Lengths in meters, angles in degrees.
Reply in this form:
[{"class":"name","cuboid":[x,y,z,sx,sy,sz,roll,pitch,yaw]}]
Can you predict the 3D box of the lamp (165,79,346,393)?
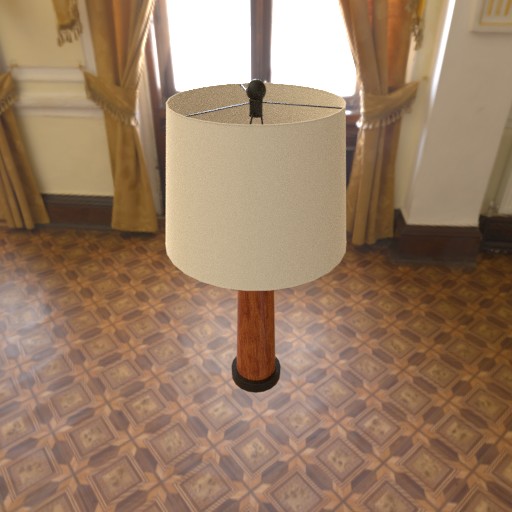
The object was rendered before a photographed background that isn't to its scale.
[{"class":"lamp","cuboid":[0.000,0.000,0.887,0.349,0.667,0.349,0,32,0]}]
